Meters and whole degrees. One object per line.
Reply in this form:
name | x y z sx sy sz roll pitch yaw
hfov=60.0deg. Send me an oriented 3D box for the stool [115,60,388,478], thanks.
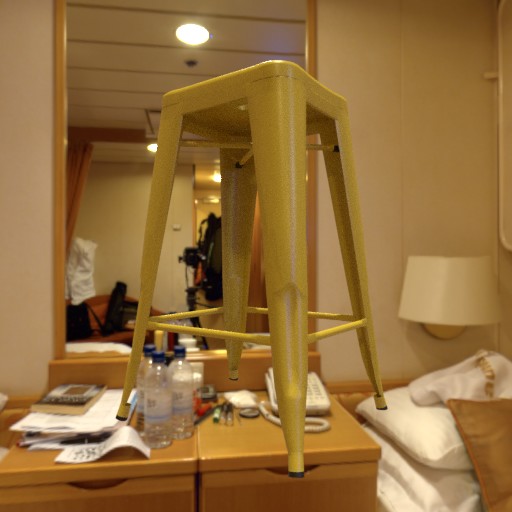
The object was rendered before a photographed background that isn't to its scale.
stool | 0.000 0.000 0.854 0.399 0.609 0.359 0 0 35
